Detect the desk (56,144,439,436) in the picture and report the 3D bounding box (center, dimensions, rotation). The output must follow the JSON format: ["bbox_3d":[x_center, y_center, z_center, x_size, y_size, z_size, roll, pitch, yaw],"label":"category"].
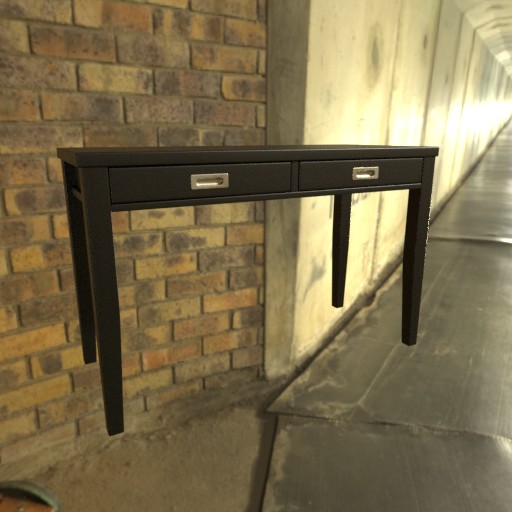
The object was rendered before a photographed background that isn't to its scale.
[{"bbox_3d":[0.000,0.000,1.623,1.220,0.775,0.508,-8,17,-27],"label":"desk"}]
